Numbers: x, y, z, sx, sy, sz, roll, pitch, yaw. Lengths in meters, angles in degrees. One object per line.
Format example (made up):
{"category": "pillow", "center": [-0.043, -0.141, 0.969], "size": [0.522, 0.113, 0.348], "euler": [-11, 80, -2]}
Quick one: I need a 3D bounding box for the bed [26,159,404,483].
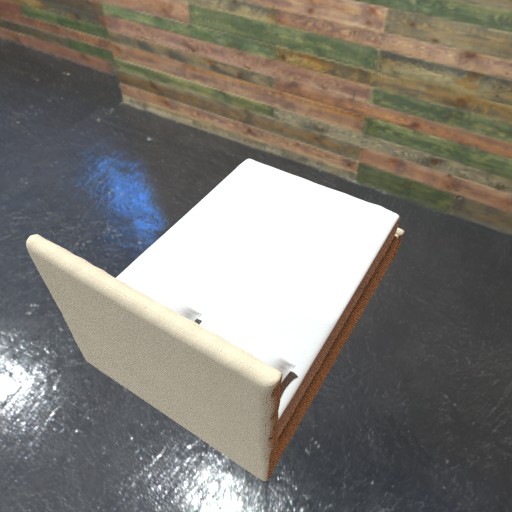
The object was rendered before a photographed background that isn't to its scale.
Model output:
{"category": "bed", "center": [0.000, 0.000, 3.421], "size": [1.698, 1.427, 2.387], "euler": [25, 52, 21]}
